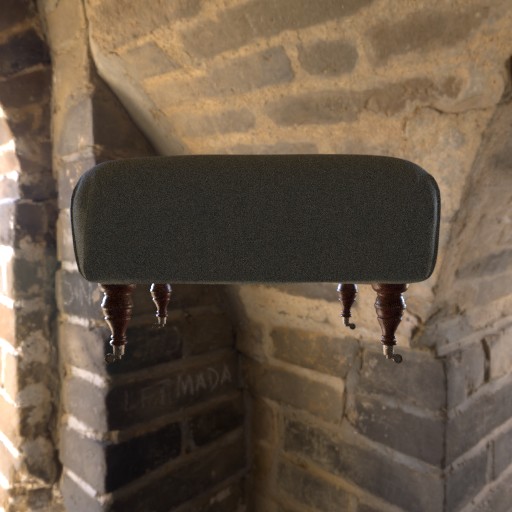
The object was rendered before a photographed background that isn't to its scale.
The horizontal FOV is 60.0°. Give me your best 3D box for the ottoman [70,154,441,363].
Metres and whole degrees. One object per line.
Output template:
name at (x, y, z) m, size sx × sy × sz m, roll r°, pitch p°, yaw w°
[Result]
ottoman at (0.000, 0.000, 1.136) m, size 0.747 × 0.450 × 0.622 m, roll 0°, pitch 0°, yaw 0°
